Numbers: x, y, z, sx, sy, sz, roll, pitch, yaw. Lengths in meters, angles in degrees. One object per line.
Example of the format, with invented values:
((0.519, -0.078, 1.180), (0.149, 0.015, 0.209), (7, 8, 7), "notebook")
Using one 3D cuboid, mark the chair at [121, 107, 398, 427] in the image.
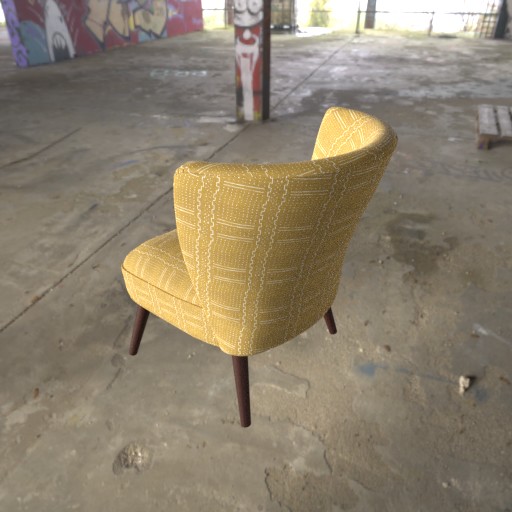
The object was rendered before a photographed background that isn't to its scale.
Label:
((0.000, 0.000, 1.431), (0.758, 0.866, 0.706), (22, 38, 32), "chair")
